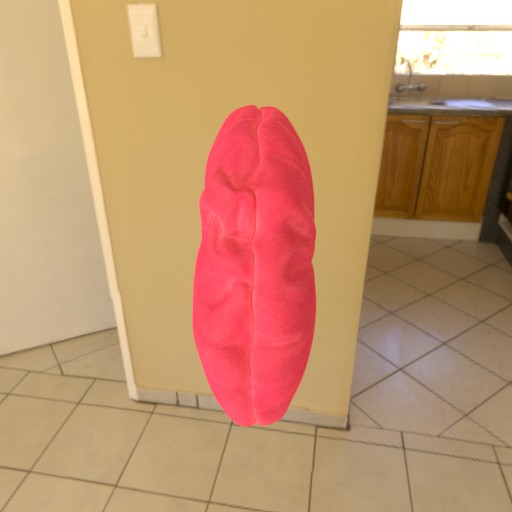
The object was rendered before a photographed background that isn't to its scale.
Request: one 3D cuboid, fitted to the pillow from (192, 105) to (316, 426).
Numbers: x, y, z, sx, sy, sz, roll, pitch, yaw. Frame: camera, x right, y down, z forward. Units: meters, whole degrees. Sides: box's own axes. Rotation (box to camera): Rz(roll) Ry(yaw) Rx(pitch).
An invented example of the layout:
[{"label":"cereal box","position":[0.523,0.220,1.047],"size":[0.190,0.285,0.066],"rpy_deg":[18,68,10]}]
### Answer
[{"label":"pillow","position":[0.000,0.000,0.633],"size":[0.148,0.407,0.428],"rpy_deg":[0,27,1]}]
